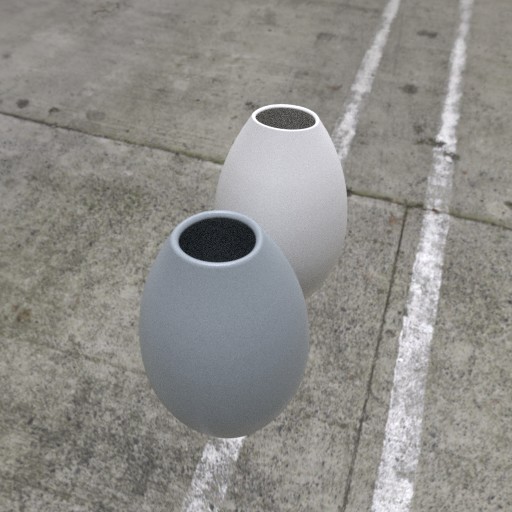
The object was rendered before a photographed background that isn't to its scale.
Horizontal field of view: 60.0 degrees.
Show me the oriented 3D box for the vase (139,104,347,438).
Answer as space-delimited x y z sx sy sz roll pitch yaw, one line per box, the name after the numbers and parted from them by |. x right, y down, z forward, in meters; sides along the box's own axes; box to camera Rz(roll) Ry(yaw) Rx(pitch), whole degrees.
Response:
0.000 0.000 0.258 0.089 0.131 0.187 15 49 13 | vase
